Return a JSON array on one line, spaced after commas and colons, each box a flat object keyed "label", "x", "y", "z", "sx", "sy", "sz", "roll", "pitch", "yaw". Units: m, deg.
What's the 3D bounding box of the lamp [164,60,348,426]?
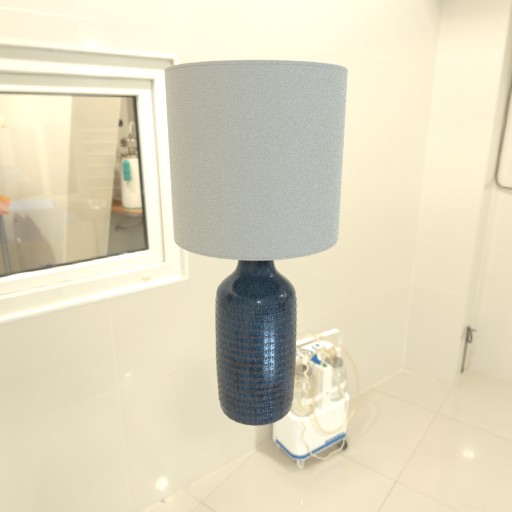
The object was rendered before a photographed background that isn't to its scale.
[{"label": "lamp", "x": 0.000, "y": 0.000, "z": 0.613, "sx": 0.220, "sy": 0.475, "sz": 0.220, "roll": 16, "pitch": 24, "yaw": 42}]
